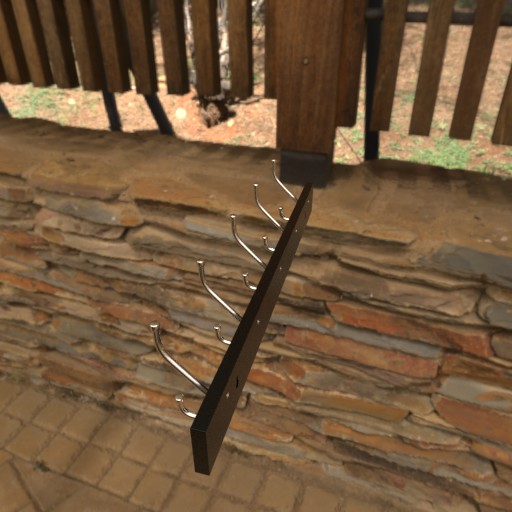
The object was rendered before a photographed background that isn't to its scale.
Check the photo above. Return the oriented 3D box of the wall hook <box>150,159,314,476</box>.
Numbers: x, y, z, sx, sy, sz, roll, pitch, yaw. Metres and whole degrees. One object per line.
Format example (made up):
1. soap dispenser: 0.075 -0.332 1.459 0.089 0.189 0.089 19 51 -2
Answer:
1. wall hook: 0.000 0.000 0.609 0.071 0.117 0.571 8 32 13
